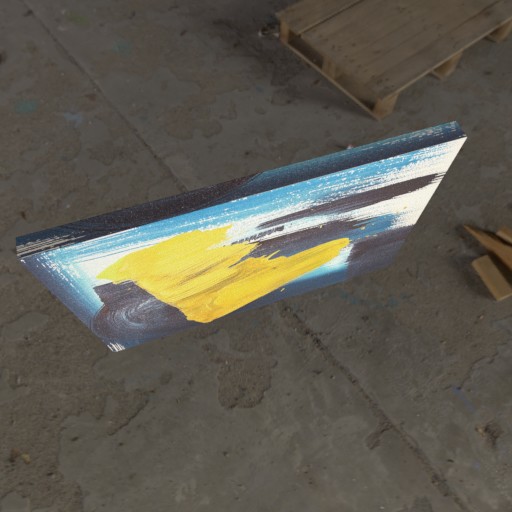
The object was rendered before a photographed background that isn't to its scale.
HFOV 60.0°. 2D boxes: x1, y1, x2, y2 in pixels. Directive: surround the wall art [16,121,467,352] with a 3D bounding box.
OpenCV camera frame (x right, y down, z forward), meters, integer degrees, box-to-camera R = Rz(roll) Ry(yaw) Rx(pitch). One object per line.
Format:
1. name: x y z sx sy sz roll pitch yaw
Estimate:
1. wall art: 0.000 0.000 0.758 0.609 0.406 0.033 -16 64 -8
